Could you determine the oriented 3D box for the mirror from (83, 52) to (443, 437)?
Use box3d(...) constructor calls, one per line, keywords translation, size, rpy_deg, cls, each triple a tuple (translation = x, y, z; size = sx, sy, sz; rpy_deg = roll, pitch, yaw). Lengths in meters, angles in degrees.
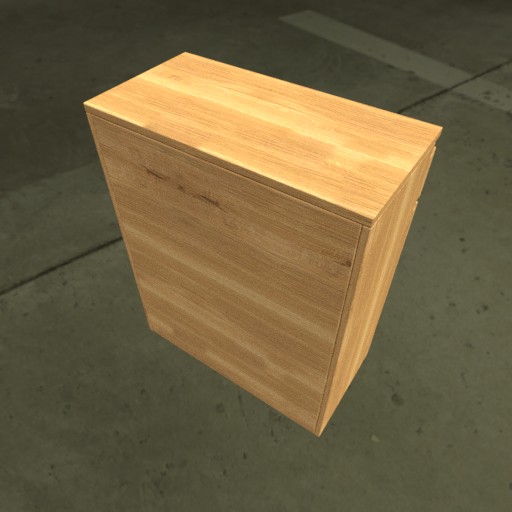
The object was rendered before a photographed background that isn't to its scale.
box3d(translation=(0.000, 0.000, 1.450), size=(0.800, 1.000, 0.400), rpy_deg=(26, 51, 23), cls="mirror")
